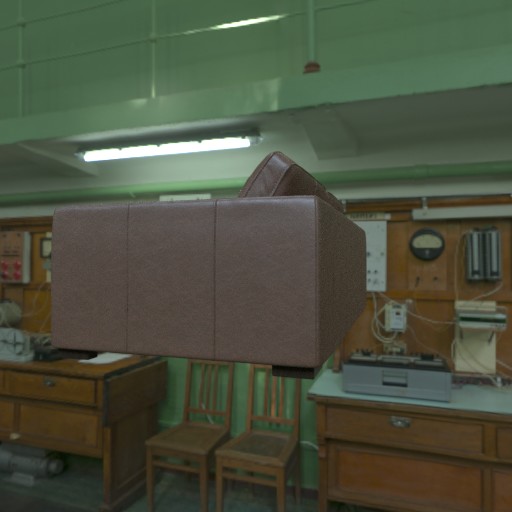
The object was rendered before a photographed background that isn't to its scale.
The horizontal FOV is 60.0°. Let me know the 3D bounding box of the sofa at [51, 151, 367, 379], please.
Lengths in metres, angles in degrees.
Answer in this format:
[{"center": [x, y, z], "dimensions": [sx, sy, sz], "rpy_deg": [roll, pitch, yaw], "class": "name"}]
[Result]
[{"center": [0.000, 0.000, 2.436], "dimensions": [1.070, 0.800, 1.920], "rpy_deg": [0, 0, 18], "class": "sofa"}]
